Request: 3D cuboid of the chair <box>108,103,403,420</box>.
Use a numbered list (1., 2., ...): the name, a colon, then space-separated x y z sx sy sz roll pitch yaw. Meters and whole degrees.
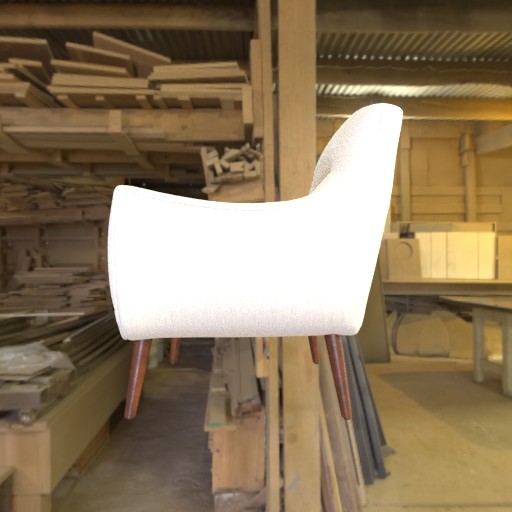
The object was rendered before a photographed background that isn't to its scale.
1. chair: 0.000 0.000 1.435 0.787 0.838 0.762 0 0 0
